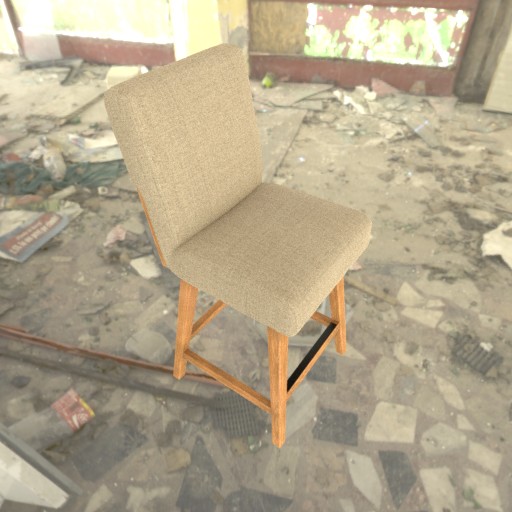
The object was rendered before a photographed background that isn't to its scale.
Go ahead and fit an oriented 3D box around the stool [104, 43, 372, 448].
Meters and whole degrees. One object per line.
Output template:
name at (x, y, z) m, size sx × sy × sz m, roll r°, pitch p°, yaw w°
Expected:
stool at (0.000, 0.000, 1.299) m, size 0.526 × 1.010 × 0.459 m, roll 25°, pitch 47°, yaw 26°
